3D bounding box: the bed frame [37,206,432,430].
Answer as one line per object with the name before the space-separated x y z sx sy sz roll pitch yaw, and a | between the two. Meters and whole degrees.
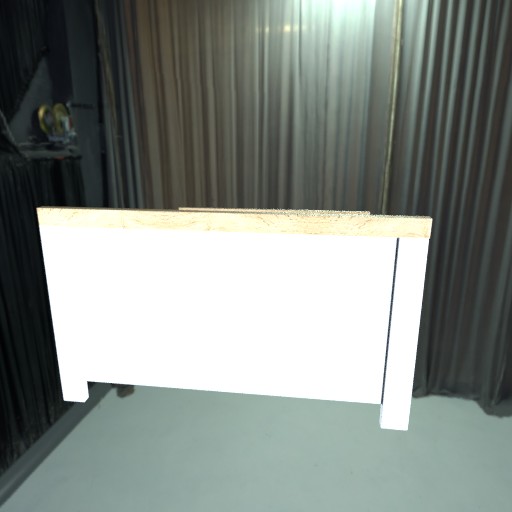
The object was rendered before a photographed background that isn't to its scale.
bed frame | 0.000 0.000 2.950 1.670 0.980 2.050 2 17 8
